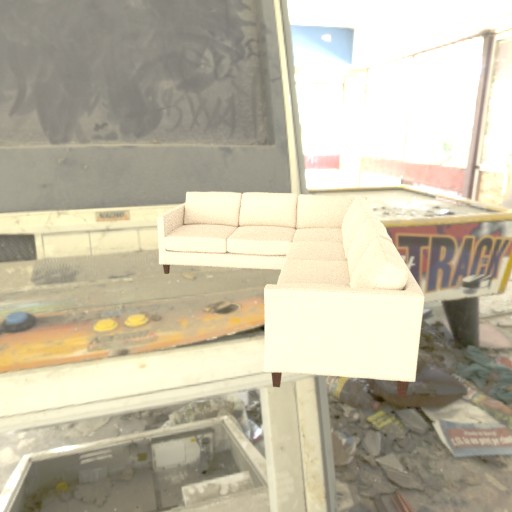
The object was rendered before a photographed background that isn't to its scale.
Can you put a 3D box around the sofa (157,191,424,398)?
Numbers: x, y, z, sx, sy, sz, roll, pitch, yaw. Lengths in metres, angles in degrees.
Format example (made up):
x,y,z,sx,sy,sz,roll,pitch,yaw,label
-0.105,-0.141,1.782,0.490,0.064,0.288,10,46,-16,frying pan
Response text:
x,y,z,sx,sy,sz,roll,pitch,yaw,label
0.000,0.000,4.255,2.432,0.863,3.182,2,16,8,sofa
